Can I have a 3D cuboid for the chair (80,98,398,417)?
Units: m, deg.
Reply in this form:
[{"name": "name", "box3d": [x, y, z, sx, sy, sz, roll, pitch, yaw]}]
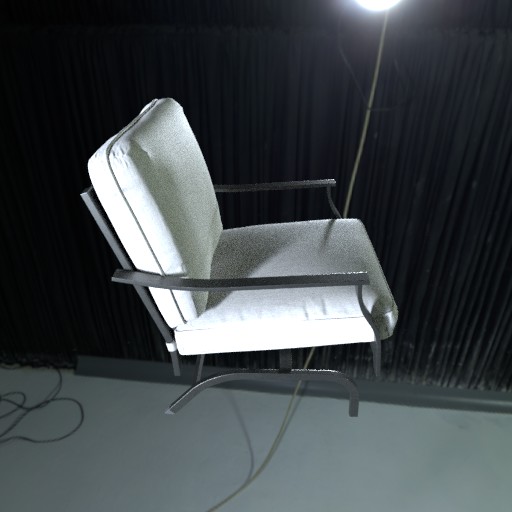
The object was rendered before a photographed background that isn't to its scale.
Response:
[{"name": "chair", "box3d": [0.000, 0.000, 1.394, 0.787, 0.860, 0.650, 1, 31, 1]}]
